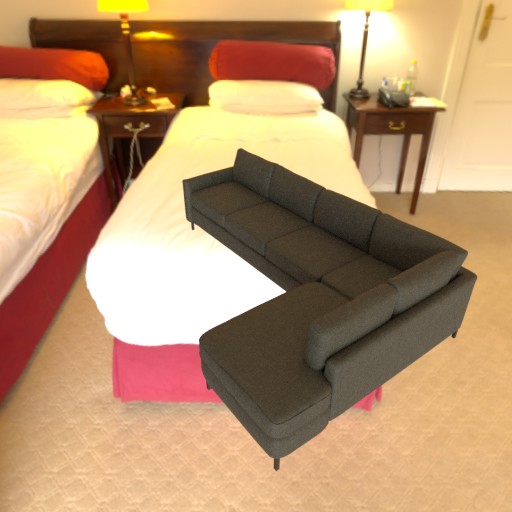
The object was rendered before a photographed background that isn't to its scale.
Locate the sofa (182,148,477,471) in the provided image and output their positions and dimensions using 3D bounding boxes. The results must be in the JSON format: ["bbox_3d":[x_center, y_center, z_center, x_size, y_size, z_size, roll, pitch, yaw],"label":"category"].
[{"bbox_3d":[0.000,0.000,3.849,1.984,0.858,2.972,-22,39,-30],"label":"sofa"}]
